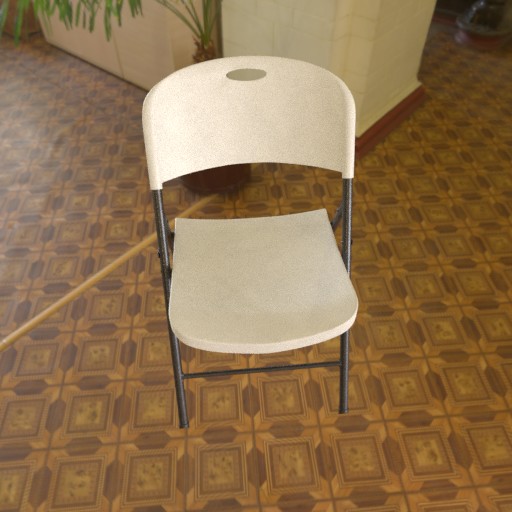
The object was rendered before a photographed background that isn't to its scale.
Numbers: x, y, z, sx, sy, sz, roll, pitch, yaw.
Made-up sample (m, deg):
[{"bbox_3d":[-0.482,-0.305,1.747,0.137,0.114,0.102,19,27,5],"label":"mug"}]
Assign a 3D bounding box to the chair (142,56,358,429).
[{"bbox_3d":[0.000,0.000,1.163,0.494,0.810,0.566,-4,48,-4],"label":"chair"}]
